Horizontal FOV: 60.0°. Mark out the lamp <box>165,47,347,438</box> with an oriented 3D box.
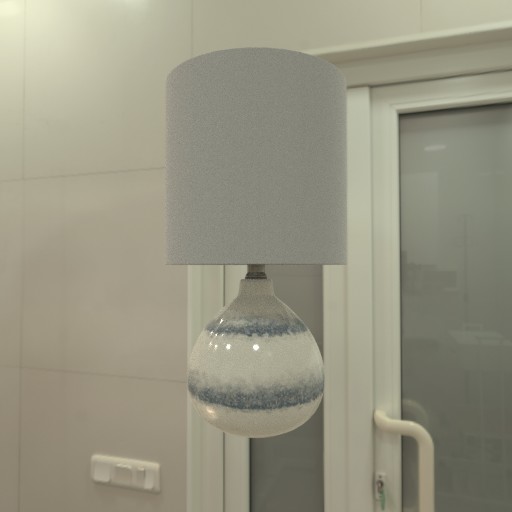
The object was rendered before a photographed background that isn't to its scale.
[{"bbox_3d":[0.000,0.000,0.537,0.216,0.404,0.216,0,-1,18],"label":"lamp"}]
